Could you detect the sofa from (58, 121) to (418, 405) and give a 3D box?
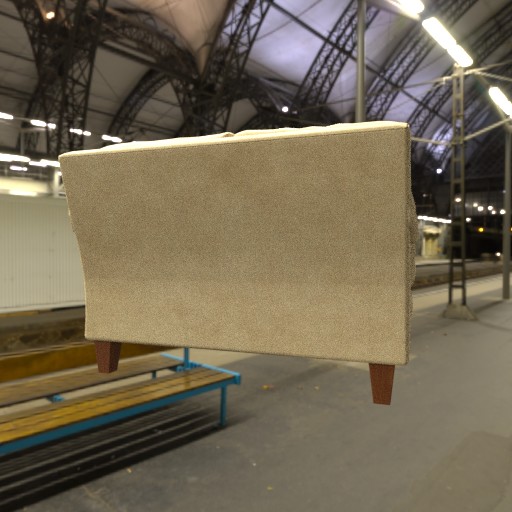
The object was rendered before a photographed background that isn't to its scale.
[{"bbox_3d":[0.000,0.000,2.182,1.498,1.087,1.086,0,1,19],"label":"sofa"}]
